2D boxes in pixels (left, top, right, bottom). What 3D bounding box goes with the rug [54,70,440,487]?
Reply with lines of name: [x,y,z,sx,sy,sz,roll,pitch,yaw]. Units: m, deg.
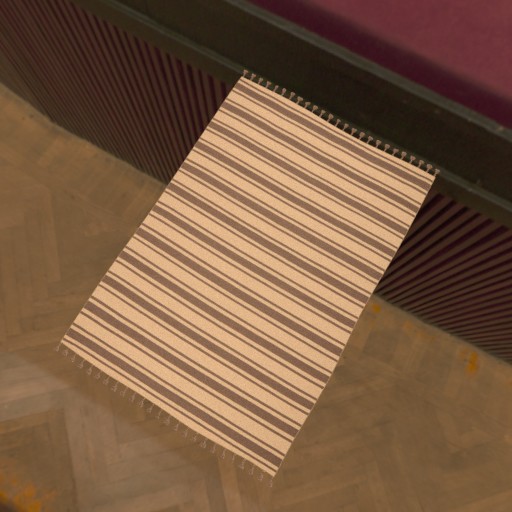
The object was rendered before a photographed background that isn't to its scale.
rug: [0.000,0.000,3.761,2.030,0.017,3.040,30,78,7]
